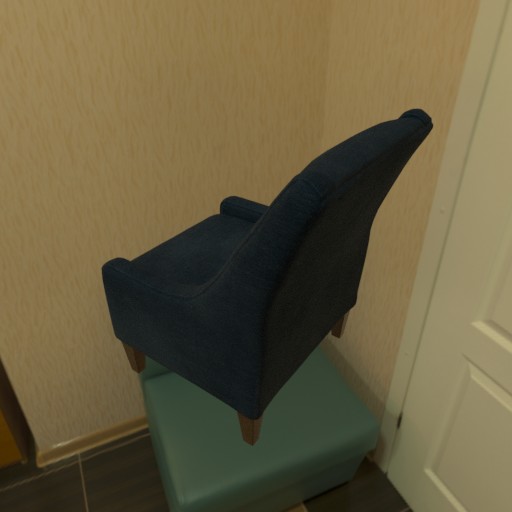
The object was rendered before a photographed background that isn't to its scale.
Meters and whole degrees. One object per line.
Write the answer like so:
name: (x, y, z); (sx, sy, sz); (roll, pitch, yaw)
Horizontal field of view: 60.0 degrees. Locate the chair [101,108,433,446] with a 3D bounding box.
chair: (0.000, 0.000, 1.612); (0.870, 1.014, 0.774); (21, 37, 30)
